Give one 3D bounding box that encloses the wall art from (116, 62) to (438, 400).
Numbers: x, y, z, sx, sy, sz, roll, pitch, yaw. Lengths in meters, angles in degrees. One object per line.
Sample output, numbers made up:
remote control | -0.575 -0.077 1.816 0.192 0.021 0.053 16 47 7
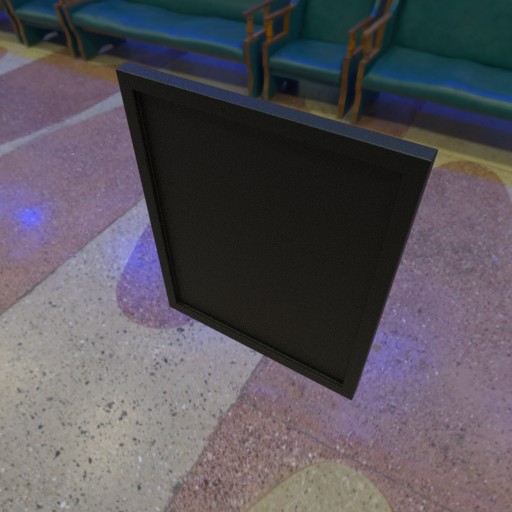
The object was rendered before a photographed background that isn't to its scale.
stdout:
wall art | 0.000 0.000 0.766 0.457 0.559 0.028 23 50 21
